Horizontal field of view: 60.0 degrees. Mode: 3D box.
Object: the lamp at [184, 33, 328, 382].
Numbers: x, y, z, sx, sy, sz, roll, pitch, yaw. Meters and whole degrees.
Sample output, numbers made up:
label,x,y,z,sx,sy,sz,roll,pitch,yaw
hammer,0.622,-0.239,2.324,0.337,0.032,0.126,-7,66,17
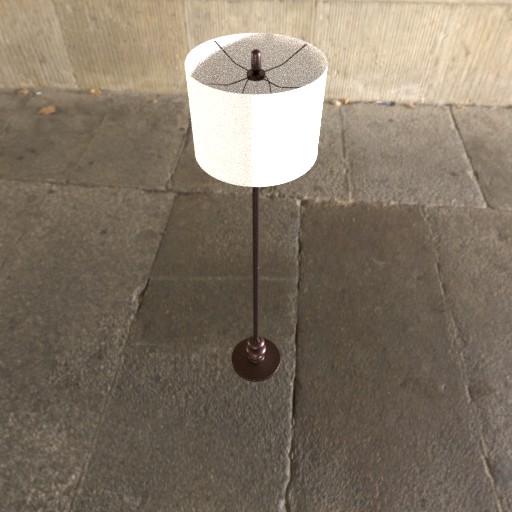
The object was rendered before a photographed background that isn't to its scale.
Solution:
label,x,y,z,sx,sy,sz,roll,pitch,yaw
lamp,0.000,0.000,1.633,0.356,1.487,0.356,-31,54,-26
